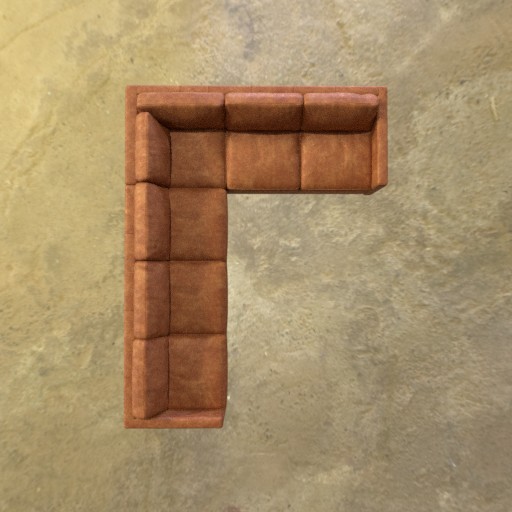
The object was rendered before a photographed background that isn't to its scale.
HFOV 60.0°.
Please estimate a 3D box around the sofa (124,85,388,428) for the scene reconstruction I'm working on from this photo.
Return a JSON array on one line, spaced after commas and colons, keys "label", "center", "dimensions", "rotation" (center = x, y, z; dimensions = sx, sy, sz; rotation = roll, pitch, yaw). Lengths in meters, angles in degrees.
[{"label": "sofa", "center": [0.000, 0.000, 4.332], "dimensions": [2.438, 0.838, 3.167], "rotation": [0, 89, 0]}]
